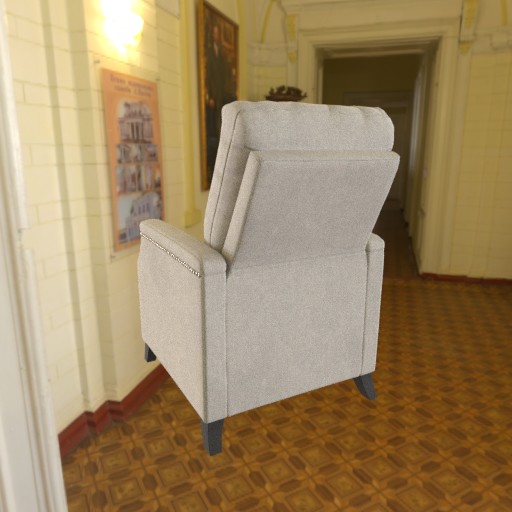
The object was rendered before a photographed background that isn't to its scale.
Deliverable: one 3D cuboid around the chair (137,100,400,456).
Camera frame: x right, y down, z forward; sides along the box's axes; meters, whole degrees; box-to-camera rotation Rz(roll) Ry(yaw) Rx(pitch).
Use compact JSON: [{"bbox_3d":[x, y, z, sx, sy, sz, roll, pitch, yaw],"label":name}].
[{"bbox_3d":[0.000,0.000,1.681,0.710,1.049,0.922,-7,15,-28],"label":"chair"}]
